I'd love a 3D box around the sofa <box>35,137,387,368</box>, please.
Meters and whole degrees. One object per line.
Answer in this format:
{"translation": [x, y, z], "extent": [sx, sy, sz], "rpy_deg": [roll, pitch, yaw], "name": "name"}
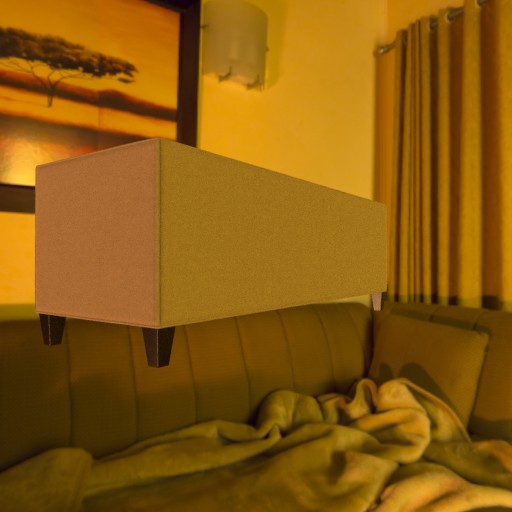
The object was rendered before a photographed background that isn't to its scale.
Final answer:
{"translation": [0.000, 0.000, 2.530], "extent": [0.775, 0.762, 2.159], "rpy_deg": [0, -1, 36], "name": "sofa"}
